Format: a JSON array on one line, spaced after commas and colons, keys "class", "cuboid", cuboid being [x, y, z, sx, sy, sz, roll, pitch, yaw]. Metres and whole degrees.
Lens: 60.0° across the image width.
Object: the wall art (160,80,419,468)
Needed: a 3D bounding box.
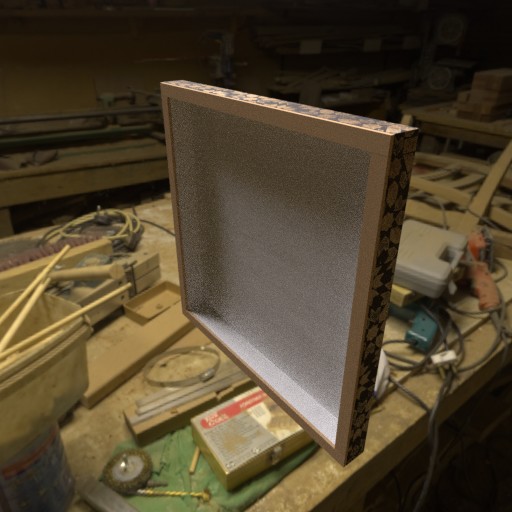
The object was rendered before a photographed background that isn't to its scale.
[{"class": "wall art", "cuboid": [0.000, 0.000, 0.600, 0.038, 0.405, 0.405, -20, 34, -32]}]
